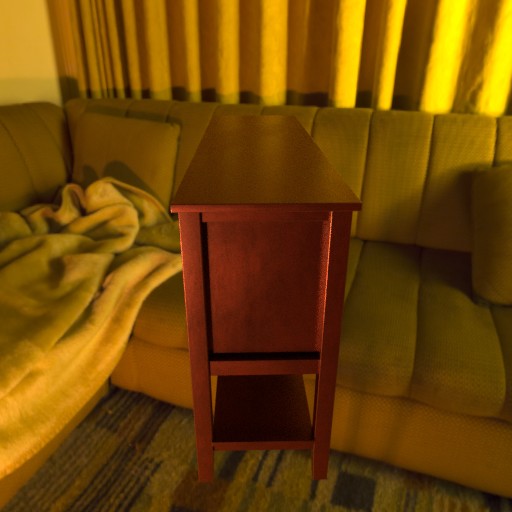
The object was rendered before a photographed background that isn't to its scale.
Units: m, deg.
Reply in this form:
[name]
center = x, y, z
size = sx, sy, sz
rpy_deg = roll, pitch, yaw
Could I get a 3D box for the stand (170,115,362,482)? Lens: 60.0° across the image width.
[stand]
center = 0.000, 0.000, 1.717
size = 0.410, 0.872, 1.362
rpy_deg = -1, 25, -1
